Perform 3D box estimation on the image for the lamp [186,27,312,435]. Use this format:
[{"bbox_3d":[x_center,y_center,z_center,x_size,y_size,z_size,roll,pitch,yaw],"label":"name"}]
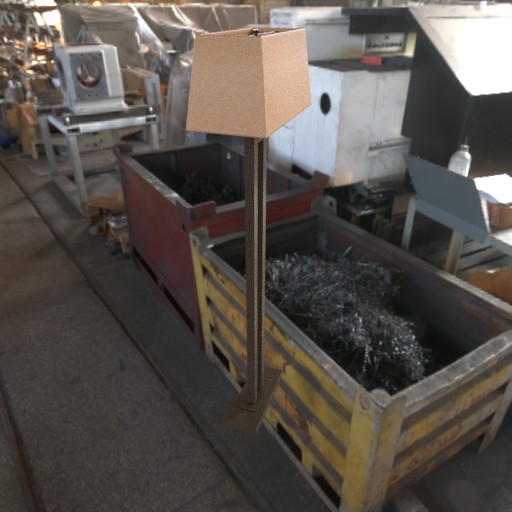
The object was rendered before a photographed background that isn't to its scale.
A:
[{"bbox_3d":[0.000,0.000,1.614,0.233,1.469,0.475,10,31,18],"label":"lamp"}]
